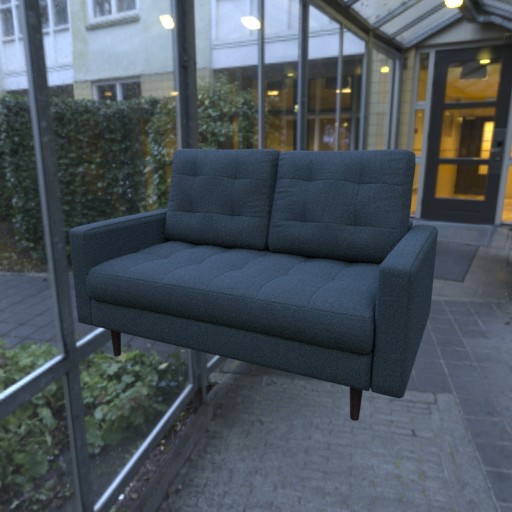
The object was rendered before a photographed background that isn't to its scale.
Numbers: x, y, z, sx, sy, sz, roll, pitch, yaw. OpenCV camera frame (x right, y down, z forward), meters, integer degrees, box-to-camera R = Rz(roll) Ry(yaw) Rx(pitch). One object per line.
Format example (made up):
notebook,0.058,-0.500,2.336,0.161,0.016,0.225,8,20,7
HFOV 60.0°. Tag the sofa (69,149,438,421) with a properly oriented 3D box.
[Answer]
sofa,0.000,0.000,1.938,1.407,0.907,0.842,7,15,26
